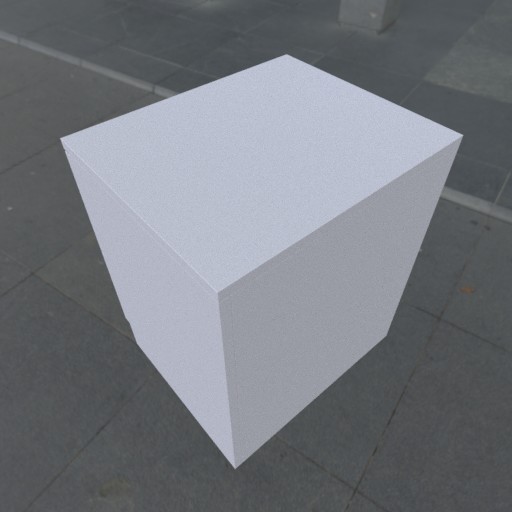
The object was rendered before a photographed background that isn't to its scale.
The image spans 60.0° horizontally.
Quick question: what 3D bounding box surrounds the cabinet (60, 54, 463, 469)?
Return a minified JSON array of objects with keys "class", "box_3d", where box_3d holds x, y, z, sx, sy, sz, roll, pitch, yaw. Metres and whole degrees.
[{"class":"cabinet","box_3d":[0.000,0.000,0.750,0.400,0.470,0.360,-32,54,-27]}]
